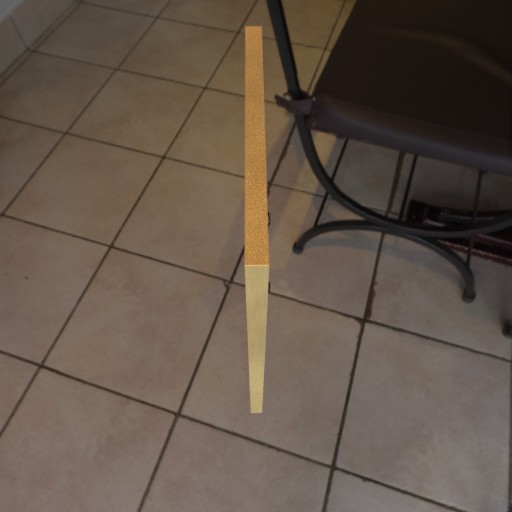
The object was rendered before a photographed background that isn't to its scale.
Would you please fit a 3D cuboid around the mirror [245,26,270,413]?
[{"bbox_3d":[0.000,0.000,1.192,0.040,0.915,0.609,-1,58,0],"label":"mirror"}]
